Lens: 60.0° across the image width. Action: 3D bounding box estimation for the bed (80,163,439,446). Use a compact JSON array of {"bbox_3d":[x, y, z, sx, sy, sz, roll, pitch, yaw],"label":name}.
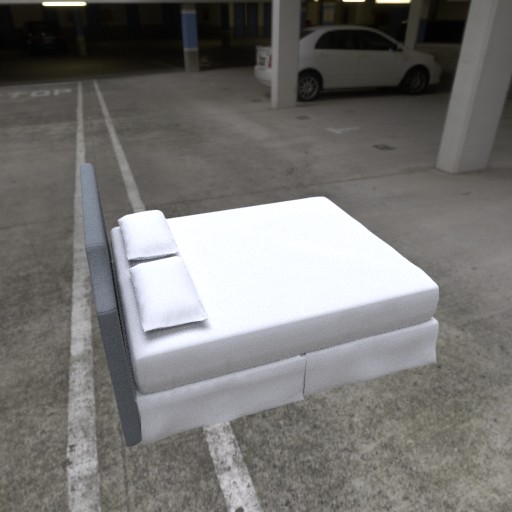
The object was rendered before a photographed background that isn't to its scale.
[{"bbox_3d":[0.000,0.000,3.352,2.259,1.296,1.811,-10,32,-17],"label":"bed"}]
